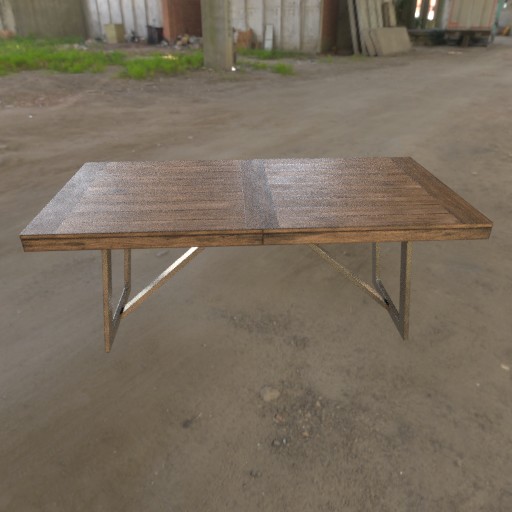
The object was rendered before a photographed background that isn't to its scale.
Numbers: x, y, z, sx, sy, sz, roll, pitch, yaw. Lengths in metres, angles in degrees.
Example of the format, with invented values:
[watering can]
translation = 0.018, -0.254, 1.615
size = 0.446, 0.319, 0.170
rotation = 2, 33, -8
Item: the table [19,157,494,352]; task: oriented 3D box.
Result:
[table]
translation = 0.000, 0.000, 2.331
size = 1.867, 0.757, 0.931
rotation = -2, 29, -3
